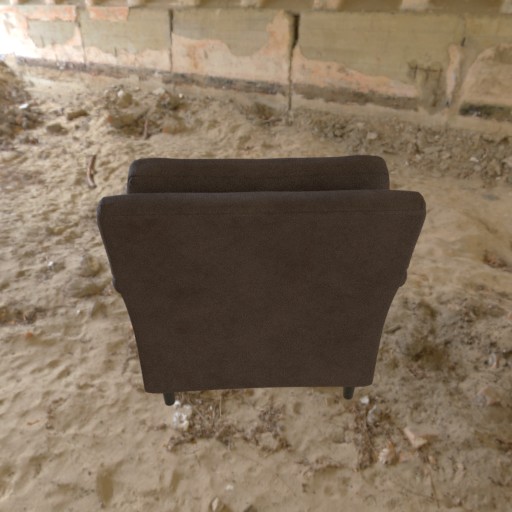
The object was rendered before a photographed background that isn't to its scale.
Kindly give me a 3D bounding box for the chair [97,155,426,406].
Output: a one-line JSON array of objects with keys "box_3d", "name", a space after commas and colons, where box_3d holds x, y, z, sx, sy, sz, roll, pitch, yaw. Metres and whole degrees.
[{"box_3d": [0.000, 0.000, 1.826, 0.955, 0.997, 1.070, -1, 30, -2], "name": "chair"}]
